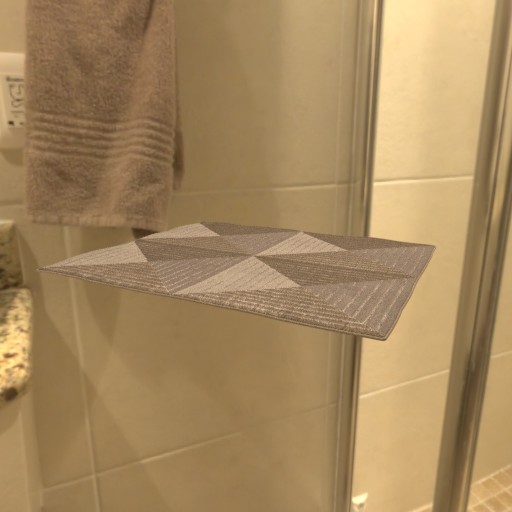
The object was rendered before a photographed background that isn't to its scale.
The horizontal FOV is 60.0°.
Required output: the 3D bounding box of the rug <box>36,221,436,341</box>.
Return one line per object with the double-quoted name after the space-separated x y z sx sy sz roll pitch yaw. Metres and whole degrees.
0.000 0.000 0.908 0.642 0.008 0.551 8 17 27 "rug"
